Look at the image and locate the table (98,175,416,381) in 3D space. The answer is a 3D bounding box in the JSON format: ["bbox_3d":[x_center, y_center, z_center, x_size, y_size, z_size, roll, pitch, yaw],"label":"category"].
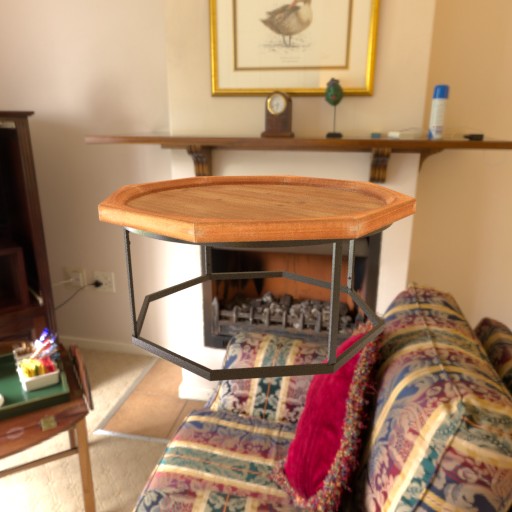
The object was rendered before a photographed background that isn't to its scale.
[{"bbox_3d":[0.000,0.000,1.525,1.002,0.444,1.002,0,17,0],"label":"table"}]
